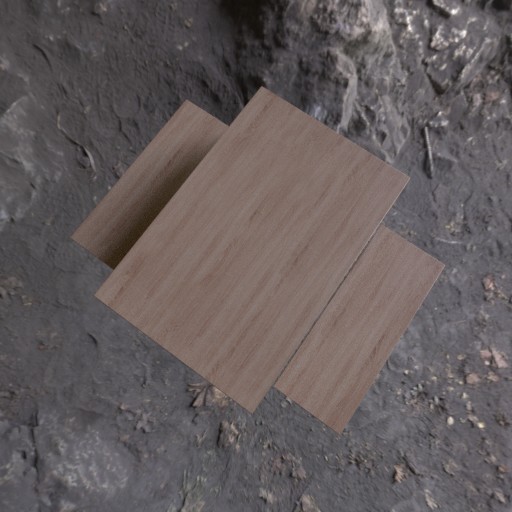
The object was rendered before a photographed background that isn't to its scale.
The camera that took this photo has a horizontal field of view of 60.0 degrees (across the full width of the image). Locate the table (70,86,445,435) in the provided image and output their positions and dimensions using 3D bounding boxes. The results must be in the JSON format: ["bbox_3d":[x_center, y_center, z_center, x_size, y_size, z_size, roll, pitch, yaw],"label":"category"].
[{"bbox_3d":[0.000,0.000,2.061,1.443,0.700,1.100,34,78,8],"label":"table"}]
